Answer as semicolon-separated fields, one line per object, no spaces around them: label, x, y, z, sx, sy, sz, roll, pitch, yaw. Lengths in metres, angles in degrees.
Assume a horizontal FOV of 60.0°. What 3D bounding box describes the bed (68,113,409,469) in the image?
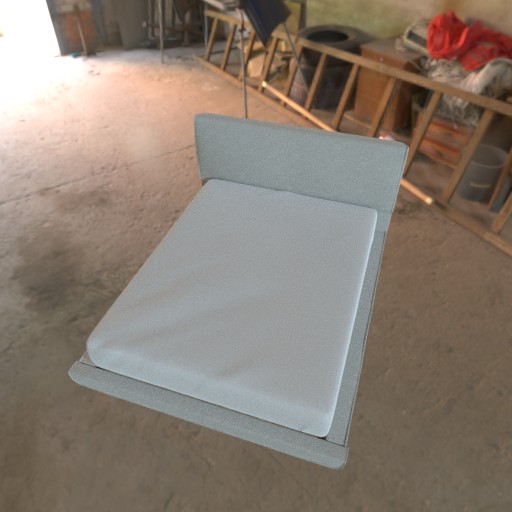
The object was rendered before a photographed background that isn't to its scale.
bed;0.000;0.000;3.550;1.980;1.126;2.498;13;44;14
